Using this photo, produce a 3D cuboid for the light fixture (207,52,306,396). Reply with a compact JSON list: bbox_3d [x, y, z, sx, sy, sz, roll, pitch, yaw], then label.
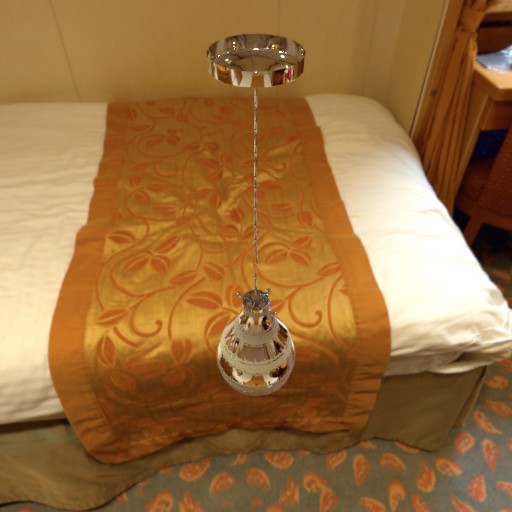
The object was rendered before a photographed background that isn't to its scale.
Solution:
[{"bbox_3d":[0.000,0.000,1.629,0.374,1.457,0.374,28,52,25],"label":"light fixture"}]
